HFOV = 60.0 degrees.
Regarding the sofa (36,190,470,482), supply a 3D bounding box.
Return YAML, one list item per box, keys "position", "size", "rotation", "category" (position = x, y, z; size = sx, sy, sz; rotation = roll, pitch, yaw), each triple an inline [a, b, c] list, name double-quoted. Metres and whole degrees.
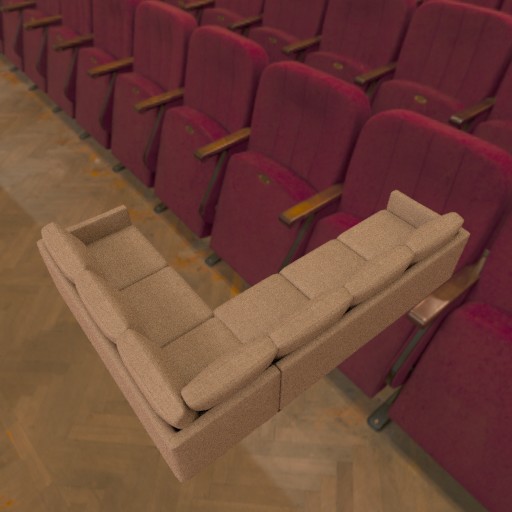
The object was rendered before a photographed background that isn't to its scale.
- position: [0.000, 0.000, 4.347]
  size: [3.333, 0.934, 2.522]
  rotation: [-29, 51, -26]
  category: "sofa"
